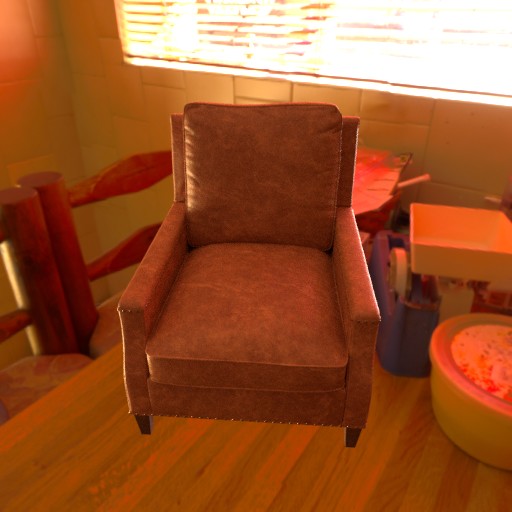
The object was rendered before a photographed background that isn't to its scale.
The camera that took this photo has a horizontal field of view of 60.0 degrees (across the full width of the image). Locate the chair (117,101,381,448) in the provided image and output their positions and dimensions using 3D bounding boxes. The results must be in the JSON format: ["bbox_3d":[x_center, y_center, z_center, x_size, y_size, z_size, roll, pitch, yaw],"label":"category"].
[{"bbox_3d":[0.000,0.000,1.791,0.854,1.054,1.035,2,30,4],"label":"chair"}]
